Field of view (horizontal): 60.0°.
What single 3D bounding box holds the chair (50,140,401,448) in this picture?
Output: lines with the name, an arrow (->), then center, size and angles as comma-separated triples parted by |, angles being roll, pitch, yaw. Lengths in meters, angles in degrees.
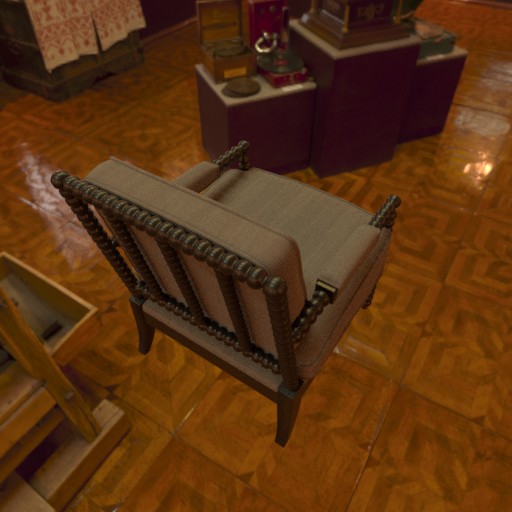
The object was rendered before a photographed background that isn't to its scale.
chair -> 0.000, 0.000, 1.106 | 0.540, 0.661, 0.622 | 26, 51, 23
